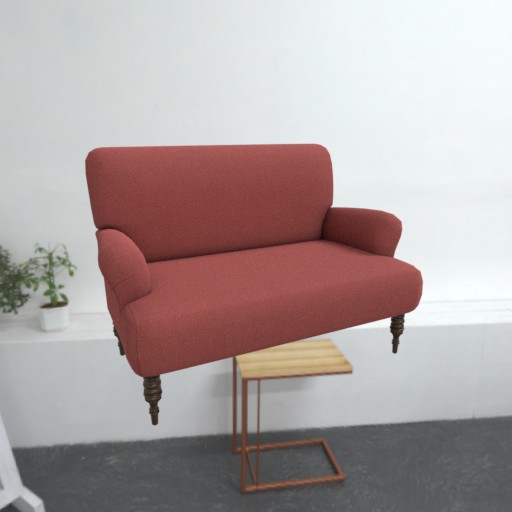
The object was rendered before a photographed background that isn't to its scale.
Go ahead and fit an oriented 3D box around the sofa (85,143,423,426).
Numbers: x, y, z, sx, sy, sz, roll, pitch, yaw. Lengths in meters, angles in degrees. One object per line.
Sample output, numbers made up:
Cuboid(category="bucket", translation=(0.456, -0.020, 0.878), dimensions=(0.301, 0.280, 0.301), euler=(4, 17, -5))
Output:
Cuboid(category="sofa", translation=(0.000, 0.000, 1.871), dimensions=(1.297, 0.889, 0.779), euler=(-8, 18, -26))
